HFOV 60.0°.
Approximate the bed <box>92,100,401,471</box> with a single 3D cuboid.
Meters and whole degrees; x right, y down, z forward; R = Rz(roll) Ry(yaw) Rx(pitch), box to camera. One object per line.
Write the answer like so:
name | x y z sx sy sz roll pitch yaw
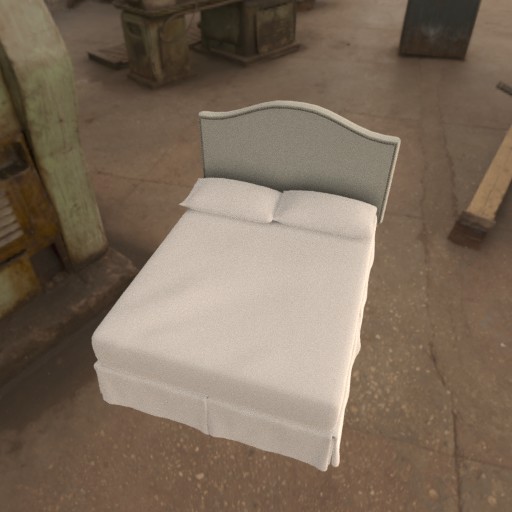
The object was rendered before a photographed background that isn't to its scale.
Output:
bed | 0.000 0.000 3.382 1.813 1.607 2.180 12 42 13
